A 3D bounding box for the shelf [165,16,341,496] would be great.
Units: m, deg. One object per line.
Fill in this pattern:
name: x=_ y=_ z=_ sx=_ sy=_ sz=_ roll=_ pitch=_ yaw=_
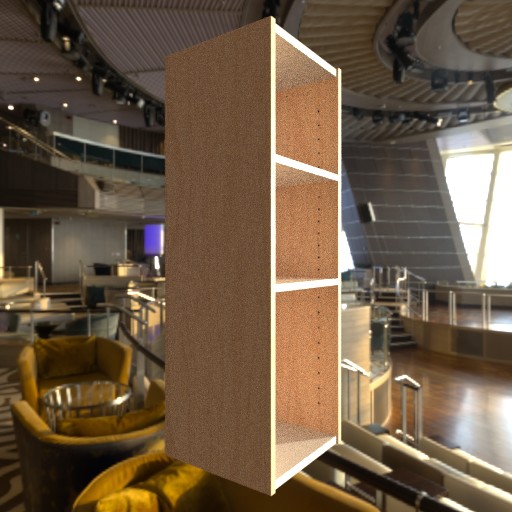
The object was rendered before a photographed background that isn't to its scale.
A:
shelf: x=0.000 y=0.000 z=1.037 sx=0.290 sy=0.900 sz=0.300 roll=0 pitch=0 yaw=36
